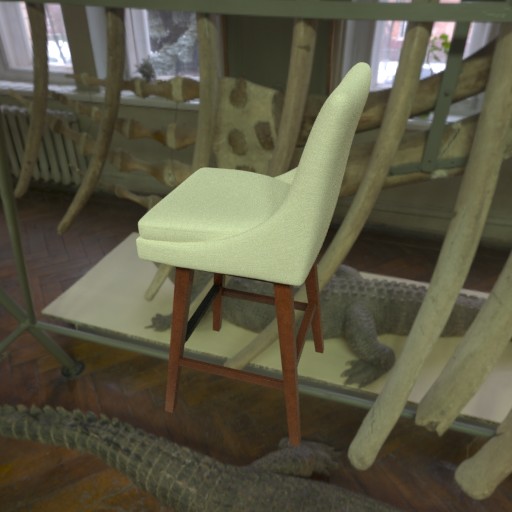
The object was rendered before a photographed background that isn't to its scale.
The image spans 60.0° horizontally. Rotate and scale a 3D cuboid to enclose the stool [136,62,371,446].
[{"bbox_3d":[0.000,0.000,1.386,0.559,1.097,0.470,9,33,15],"label":"stool"}]
